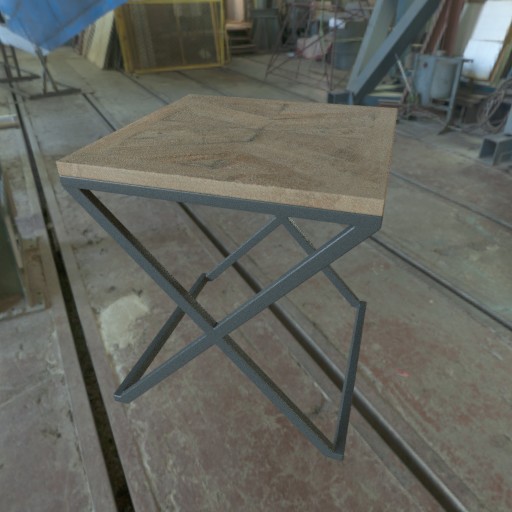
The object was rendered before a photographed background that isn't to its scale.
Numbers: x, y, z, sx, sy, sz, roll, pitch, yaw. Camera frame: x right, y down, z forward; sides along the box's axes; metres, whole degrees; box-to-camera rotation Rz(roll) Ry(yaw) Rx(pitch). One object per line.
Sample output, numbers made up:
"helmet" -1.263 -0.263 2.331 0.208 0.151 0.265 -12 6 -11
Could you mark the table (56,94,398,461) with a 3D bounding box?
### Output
"table" 0.000 0.000 0.966 0.498 0.550 0.499 9 33 14
